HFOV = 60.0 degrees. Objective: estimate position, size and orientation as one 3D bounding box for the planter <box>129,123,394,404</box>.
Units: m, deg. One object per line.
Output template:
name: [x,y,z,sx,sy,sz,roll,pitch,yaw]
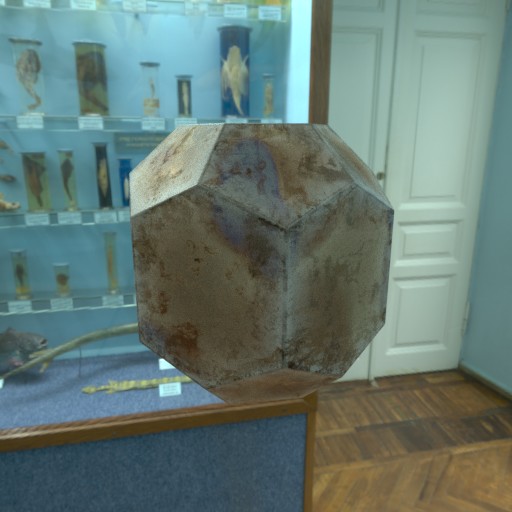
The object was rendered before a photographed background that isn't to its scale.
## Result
planter: [0.000,0.000,0.419,0.221,0.238,0.243,-2,15,-9]
